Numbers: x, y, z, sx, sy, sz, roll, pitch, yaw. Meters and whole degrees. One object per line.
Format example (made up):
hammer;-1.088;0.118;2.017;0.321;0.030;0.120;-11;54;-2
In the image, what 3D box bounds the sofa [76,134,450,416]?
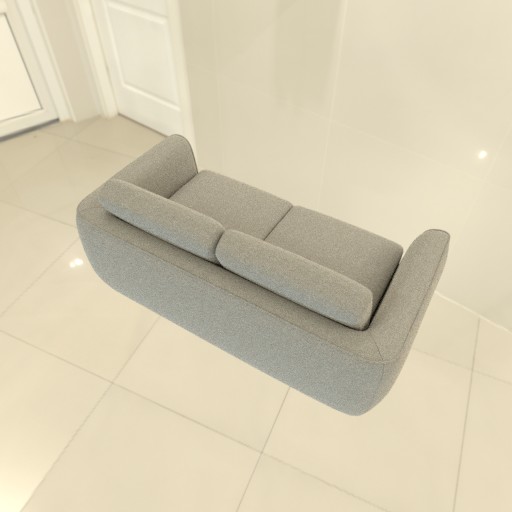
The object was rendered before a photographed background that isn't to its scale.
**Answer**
sofa;0.000;0.000;2.275;1.700;0.850;0.920;24;52;20
